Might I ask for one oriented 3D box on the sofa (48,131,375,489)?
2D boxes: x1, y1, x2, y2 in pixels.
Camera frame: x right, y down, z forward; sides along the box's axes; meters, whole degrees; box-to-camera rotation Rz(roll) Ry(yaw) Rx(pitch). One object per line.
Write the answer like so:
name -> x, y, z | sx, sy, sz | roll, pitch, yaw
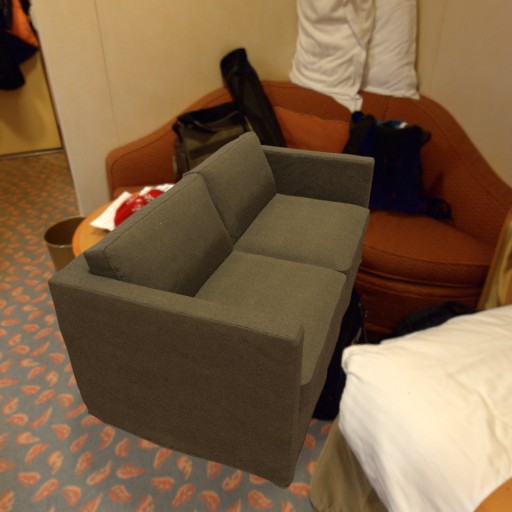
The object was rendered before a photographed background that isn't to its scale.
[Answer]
sofa -> 0.000, 0.000, 2.299 | 0.974, 0.854, 1.802 | 11, 33, 17
